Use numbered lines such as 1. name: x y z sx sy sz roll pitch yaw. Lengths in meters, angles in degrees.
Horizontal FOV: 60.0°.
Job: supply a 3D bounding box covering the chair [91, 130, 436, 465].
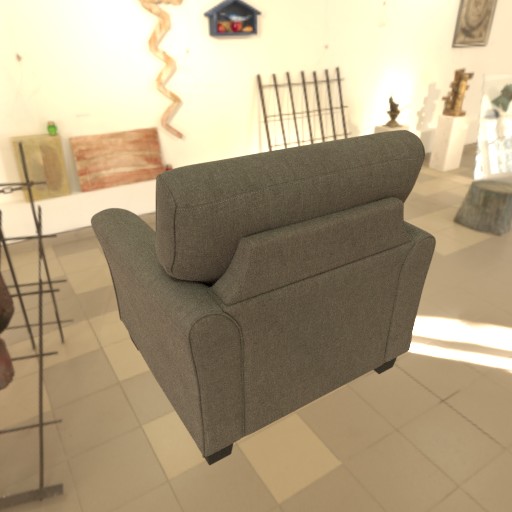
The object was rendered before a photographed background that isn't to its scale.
1. chair: 0.000 0.000 1.598 0.941 0.890 0.816 -17 32 -29
